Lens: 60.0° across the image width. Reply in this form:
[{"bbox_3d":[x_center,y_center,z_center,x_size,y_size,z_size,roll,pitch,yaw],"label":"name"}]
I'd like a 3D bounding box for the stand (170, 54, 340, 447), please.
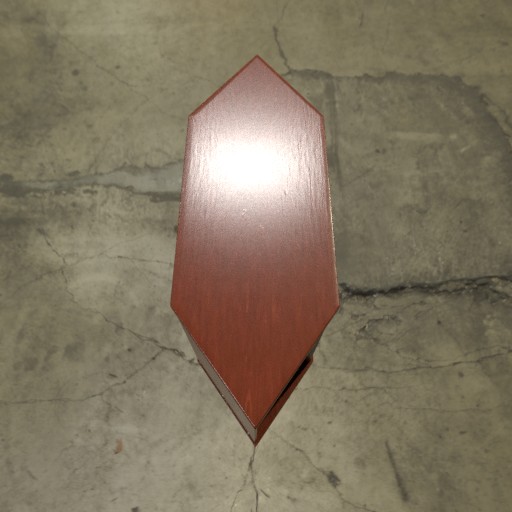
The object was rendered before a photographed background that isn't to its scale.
[{"bbox_3d":[0.000,0.000,1.385,0.381,0.614,1.072,0,63,0],"label":"stand"}]
